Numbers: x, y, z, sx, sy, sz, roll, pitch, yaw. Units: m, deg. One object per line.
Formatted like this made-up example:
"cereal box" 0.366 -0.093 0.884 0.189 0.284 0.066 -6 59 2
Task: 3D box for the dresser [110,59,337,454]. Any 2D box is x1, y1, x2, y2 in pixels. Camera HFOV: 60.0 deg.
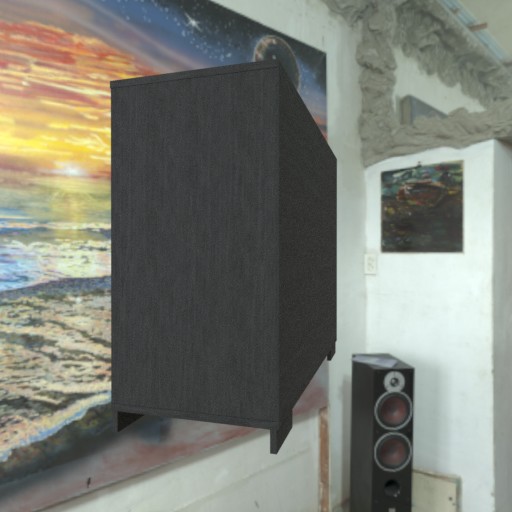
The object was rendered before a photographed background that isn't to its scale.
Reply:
"dresser" 0.000 0.000 1.444 0.404 0.816 0.994 0 0 17
